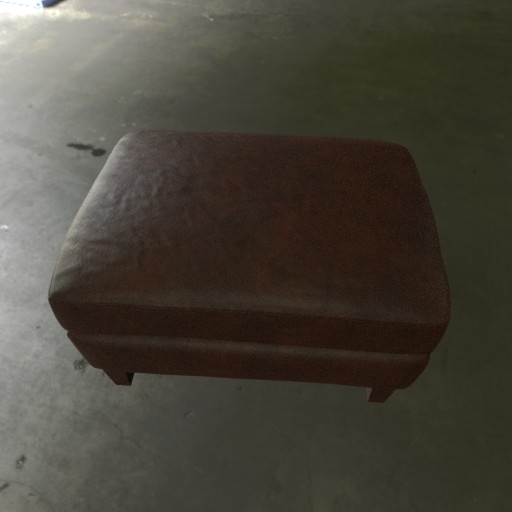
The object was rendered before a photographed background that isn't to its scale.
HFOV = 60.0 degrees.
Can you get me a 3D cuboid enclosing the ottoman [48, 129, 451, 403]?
[{"bbox_3d":[0.000,0.000,1.246,0.887,0.527,0.659,3,48,3],"label":"ottoman"}]
